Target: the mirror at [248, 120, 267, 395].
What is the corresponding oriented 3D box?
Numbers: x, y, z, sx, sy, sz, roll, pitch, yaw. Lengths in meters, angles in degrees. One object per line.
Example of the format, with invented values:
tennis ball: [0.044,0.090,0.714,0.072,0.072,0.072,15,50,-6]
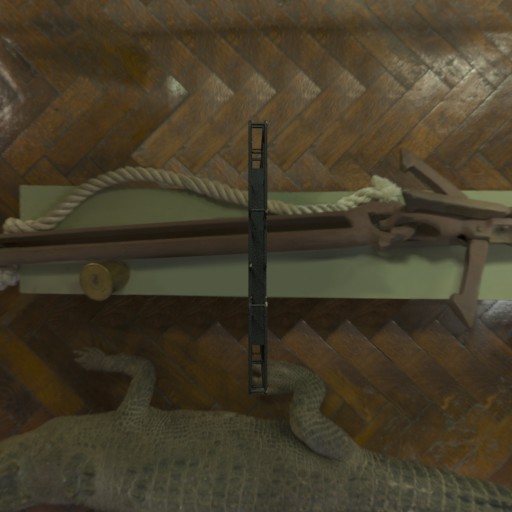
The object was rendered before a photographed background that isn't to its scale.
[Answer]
mirror: [0.000,0.000,1.388,0.037,1.192,0.565,0,90,0]
